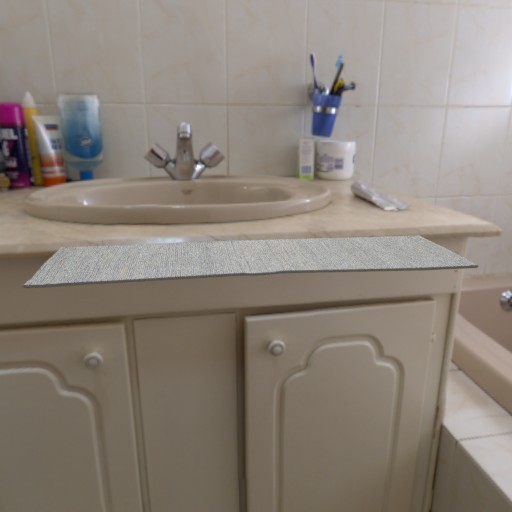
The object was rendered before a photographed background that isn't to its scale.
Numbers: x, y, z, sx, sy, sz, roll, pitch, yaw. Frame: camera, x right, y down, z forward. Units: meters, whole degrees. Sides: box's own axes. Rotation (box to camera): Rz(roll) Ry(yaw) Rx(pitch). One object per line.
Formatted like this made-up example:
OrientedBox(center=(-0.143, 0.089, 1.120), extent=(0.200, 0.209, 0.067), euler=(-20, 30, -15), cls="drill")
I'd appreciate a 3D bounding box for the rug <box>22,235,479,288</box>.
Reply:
OrientedBox(center=(0.000, 0.000, 2.560), extent=(2.341, 0.037, 0.675), euler=(-2, 17, -7), cls="rug")
